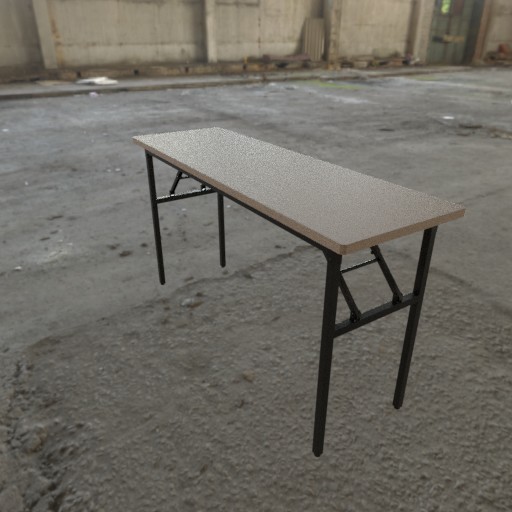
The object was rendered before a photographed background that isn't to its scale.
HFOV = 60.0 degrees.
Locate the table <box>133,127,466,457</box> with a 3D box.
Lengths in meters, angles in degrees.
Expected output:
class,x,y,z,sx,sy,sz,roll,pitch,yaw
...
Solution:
class,x,y,z,sx,sy,sz,roll,pitch,yaw
table,0.000,0.000,1.767,0.447,0.750,1.397,-16,31,-29
